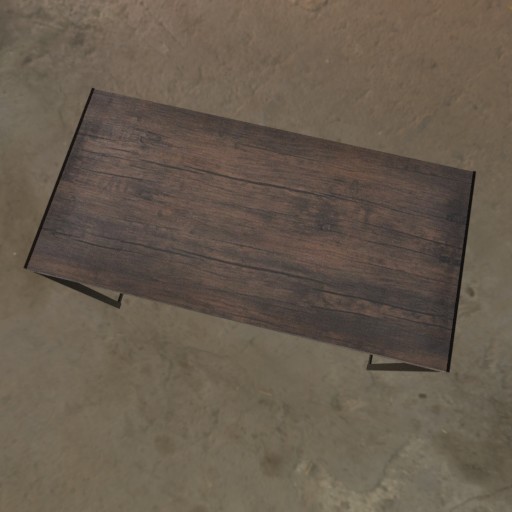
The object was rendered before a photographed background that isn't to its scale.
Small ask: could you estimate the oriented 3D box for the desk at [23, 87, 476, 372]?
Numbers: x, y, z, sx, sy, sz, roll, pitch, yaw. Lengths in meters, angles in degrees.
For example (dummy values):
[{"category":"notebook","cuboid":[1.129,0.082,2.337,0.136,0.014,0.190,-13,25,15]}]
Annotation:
[{"category":"desk","cuboid":[0.000,0.000,1.445,1.015,0.747,0.505,13,76,3]}]
